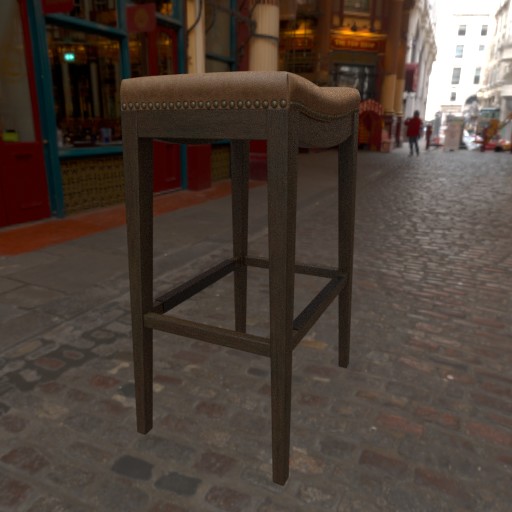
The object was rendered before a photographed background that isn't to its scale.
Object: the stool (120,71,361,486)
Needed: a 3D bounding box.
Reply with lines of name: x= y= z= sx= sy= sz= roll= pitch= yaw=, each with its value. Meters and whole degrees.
stool: x=0.000 y=0.000 z=1.039 sx=0.361 sy=0.759 sz=0.500 roll=8 pitch=19 yaw=24
